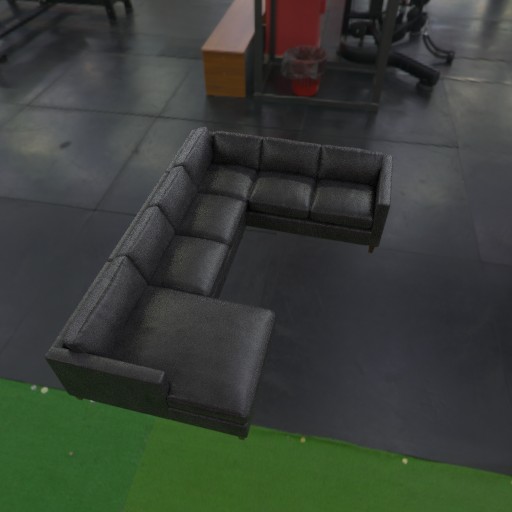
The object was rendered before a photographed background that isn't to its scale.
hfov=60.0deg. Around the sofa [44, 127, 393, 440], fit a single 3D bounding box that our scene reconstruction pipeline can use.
[{"bbox_3d":[0.000,0.000,4.412,2.452,0.891,3.324,10,47,9],"label":"sofa"}]
